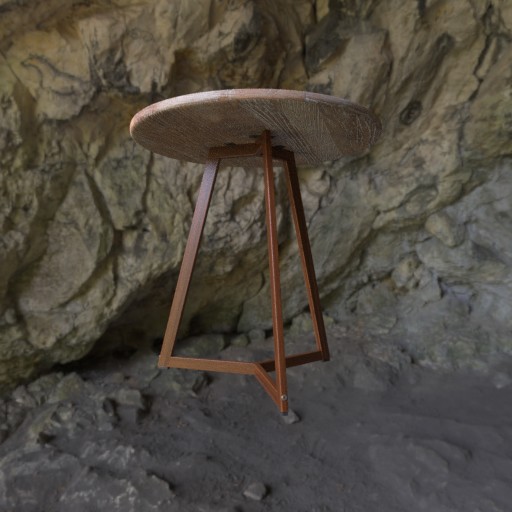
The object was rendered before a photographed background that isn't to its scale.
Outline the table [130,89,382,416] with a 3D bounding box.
[{"bbox_3d":[0.000,0.000,0.912,0.500,0.500,0.500,0,0,0],"label":"table"}]
